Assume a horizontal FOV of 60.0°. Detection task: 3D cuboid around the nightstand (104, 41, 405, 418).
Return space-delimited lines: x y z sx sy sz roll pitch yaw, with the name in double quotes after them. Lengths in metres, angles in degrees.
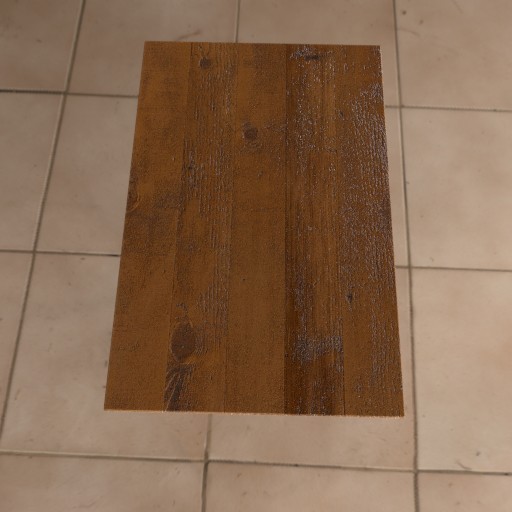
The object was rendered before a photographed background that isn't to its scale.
0.000 0.000 1.018 0.450 0.599 0.650 1 74 0 "nightstand"
